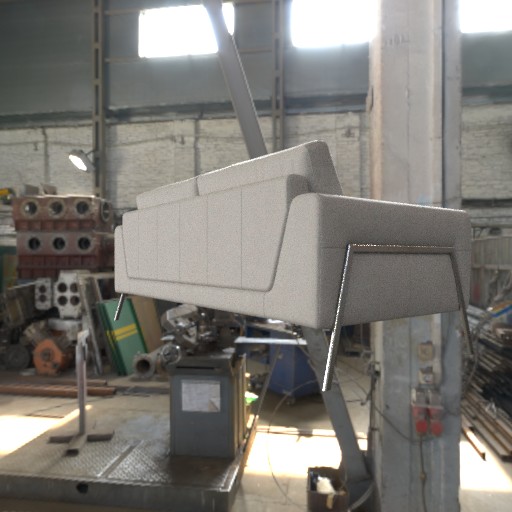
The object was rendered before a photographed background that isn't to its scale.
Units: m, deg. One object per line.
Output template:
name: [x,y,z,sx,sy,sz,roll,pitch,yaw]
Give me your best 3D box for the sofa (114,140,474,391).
sofa: [0.000,0.000,2.503,0.953,0.875,2.017,0,0,-36]
